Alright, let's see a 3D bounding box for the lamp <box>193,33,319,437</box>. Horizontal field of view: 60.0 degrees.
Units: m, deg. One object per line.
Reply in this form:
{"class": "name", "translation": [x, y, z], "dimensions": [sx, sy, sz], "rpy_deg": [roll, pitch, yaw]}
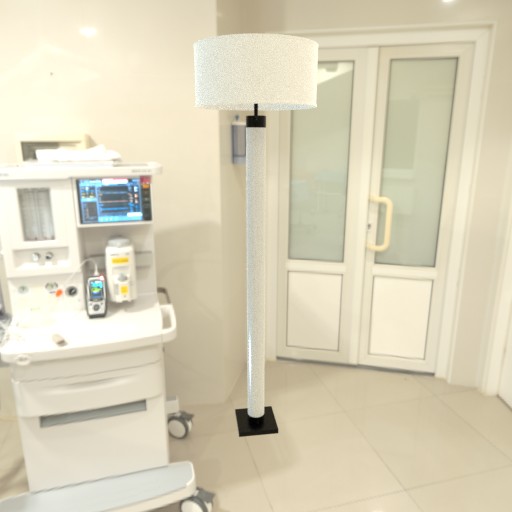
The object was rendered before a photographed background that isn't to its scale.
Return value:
{"class": "lamp", "translation": [0.000, 0.000, 1.684], "dimensions": [0.420, 1.475, 0.420], "rpy_deg": [-2, 16, -8]}
